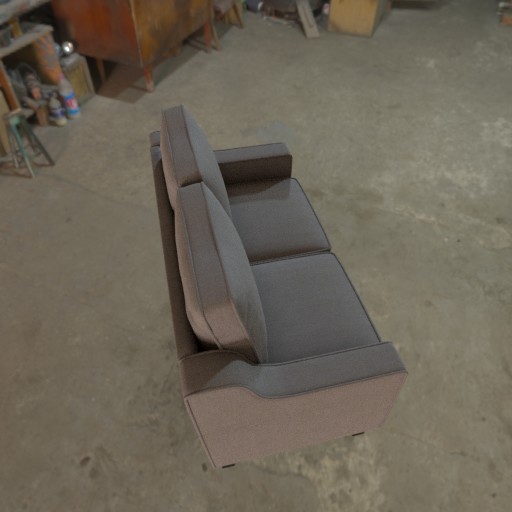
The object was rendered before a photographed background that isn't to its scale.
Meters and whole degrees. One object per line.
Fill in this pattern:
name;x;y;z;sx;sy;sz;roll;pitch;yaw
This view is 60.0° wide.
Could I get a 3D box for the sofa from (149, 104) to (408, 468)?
sofa;0.000;0.000;2.017;0.791;0.948;1.500;-10;46;-9
